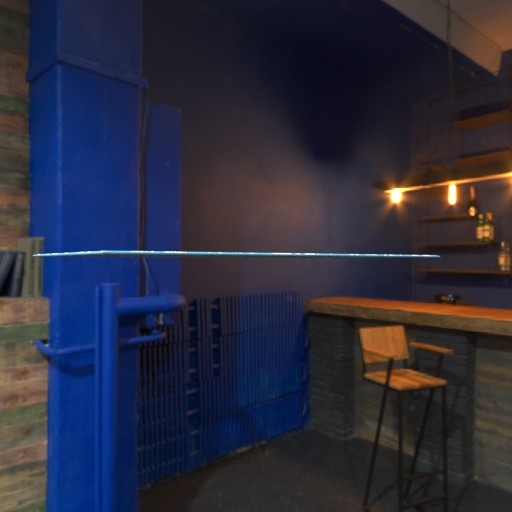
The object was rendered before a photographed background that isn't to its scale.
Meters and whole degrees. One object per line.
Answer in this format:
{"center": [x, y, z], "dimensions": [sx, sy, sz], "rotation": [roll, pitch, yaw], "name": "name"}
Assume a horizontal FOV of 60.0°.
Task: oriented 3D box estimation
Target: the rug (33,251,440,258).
{"center": [0.000, 0.000, 1.455], "dimensions": [1.219, 0.007, 0.604], "rotation": [0, -1, -38], "name": "rug"}
